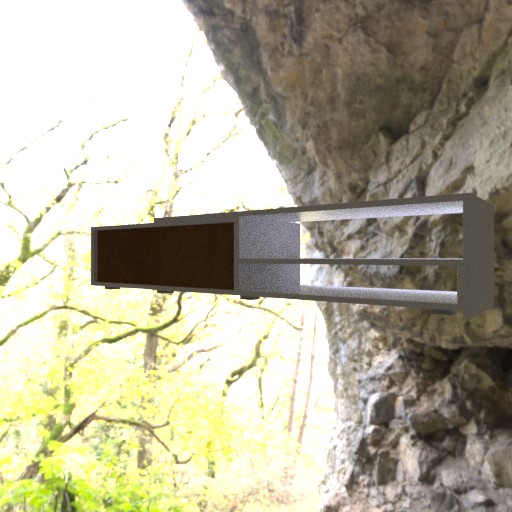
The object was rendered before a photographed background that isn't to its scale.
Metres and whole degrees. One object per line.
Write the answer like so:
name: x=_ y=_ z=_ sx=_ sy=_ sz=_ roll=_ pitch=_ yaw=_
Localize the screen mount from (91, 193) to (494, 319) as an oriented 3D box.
screen mount: x=0.000 y=0.000 z=1.796 sx=1.680 sy=0.320 sz=0.420 roll=0 pitch=0 yaw=37
